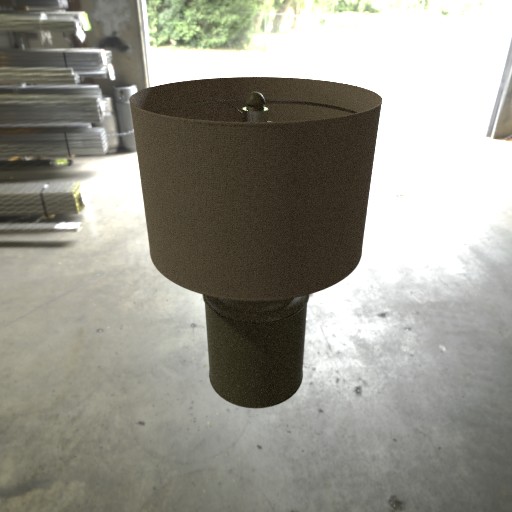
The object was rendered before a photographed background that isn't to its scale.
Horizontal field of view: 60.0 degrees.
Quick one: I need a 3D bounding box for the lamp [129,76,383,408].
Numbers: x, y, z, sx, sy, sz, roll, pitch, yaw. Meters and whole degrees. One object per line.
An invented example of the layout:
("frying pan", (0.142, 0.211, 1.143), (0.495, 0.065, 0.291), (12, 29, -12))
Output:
("lamp", (0.000, 0.000, 0.690), (0.318, 0.486, 0.318), (0, 30, 0))
